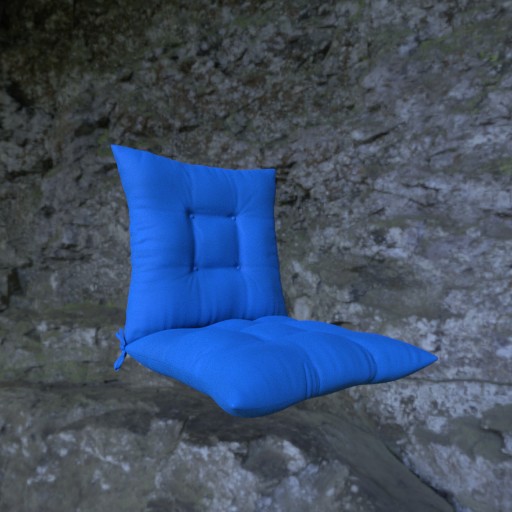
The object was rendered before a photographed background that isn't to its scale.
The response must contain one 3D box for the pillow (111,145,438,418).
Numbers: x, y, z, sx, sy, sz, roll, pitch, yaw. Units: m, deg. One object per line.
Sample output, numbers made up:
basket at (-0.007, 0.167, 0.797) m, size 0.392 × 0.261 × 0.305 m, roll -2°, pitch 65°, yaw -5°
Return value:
pillow at (0.000, 0.000, 0.999) m, size 0.541 × 0.536 × 0.585 m, roll 0°, pitch -1°, yaw -36°
